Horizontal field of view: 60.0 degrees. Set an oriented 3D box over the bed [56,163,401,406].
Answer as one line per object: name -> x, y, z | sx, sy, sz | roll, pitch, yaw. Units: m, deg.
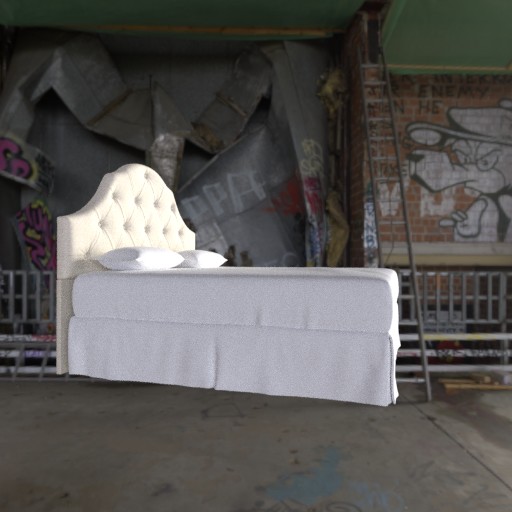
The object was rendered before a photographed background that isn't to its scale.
bed -> 0.000, 0.000, 3.592 | 2.214, 1.615, 2.008 | 0, 0, 18
